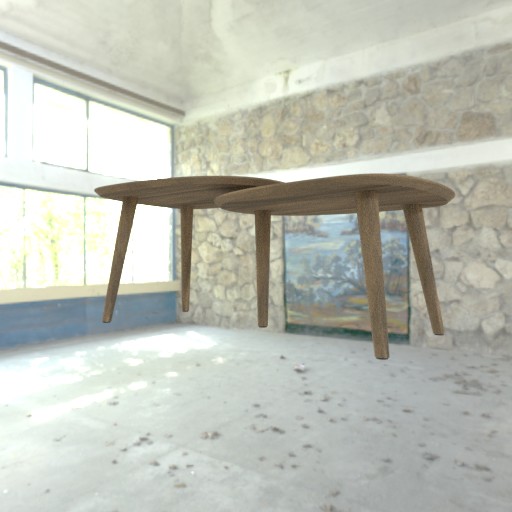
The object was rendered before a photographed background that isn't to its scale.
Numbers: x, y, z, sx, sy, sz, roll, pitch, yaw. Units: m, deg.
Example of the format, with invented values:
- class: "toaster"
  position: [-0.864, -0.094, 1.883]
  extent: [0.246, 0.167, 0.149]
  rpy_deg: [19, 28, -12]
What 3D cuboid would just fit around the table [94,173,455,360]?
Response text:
- class: "table"
  position: [0.000, 0.000, 1.336]
  extent: [1.084, 0.429, 0.527]
  rpy_deg: [-1, -1, 36]
